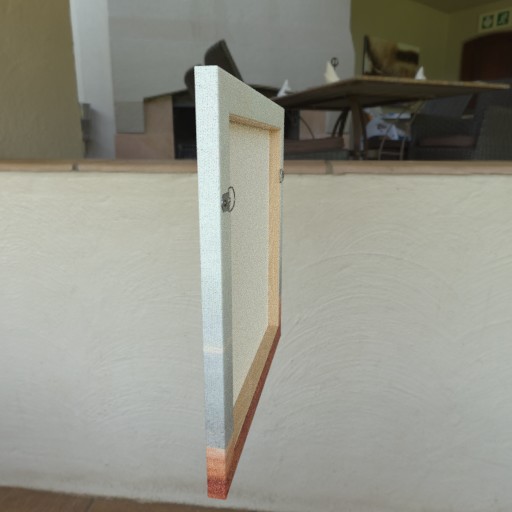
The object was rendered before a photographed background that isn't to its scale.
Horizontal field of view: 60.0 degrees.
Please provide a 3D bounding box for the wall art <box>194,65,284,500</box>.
[{"bbox_3d":[0.000,0.000,0.590,0.023,0.405,0.405,3,14,11],"label":"wall art"}]
